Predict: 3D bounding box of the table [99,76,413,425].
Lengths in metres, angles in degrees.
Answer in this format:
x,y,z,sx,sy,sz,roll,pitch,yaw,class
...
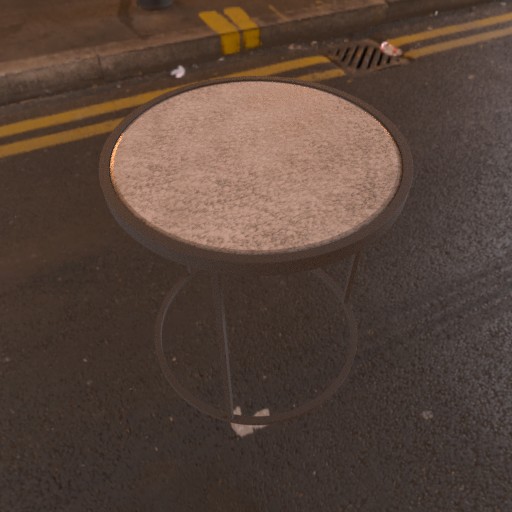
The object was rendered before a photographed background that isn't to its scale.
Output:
x,y,z,sx,sy,sz,roll,pitch,yaw,class
0.000,0.000,0.865,0.470,0.498,0.470,0,48,0,table
